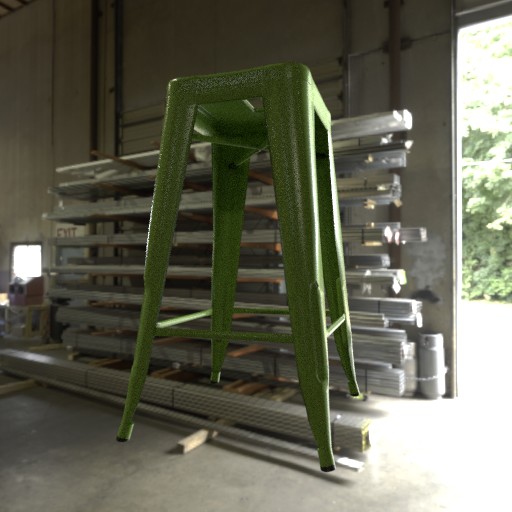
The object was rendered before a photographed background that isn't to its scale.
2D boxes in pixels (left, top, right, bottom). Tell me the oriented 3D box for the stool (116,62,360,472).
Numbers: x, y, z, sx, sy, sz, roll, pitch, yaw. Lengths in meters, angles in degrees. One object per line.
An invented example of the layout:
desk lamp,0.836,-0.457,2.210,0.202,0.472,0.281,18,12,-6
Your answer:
stool,0.000,0.000,0.856,0.358,0.609,0.398,0,-1,18
